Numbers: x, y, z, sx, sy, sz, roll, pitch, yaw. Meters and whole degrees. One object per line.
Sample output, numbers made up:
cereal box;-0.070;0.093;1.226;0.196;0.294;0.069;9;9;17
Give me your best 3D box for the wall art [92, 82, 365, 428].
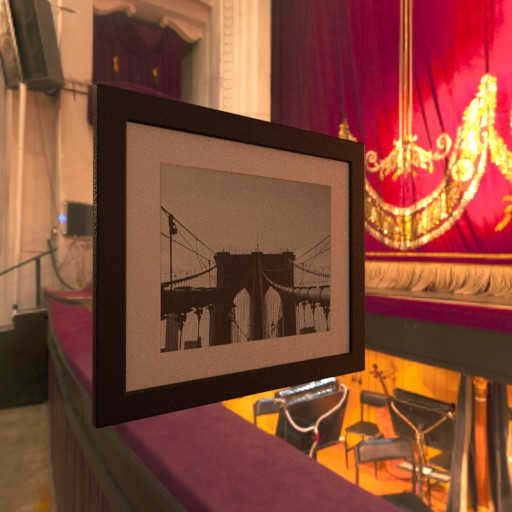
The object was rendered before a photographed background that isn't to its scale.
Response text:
wall art;0.000;0.000;0.734;0.521;0.450;0.018;0;-1;-36
